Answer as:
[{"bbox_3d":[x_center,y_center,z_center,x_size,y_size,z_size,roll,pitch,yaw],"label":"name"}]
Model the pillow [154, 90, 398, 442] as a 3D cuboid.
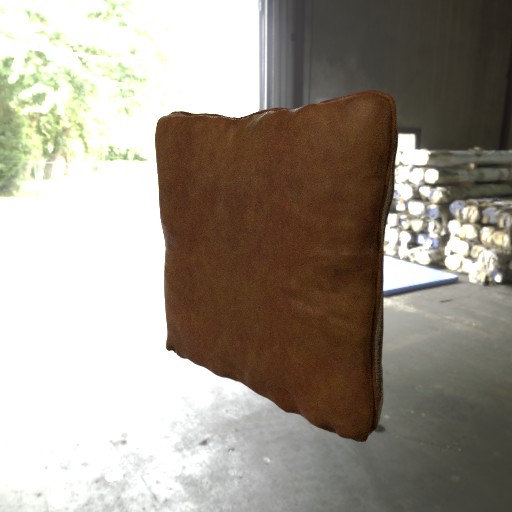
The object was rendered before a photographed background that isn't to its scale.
[{"bbox_3d":[0.000,0.000,0.747,0.489,0.490,0.130,12,18,43],"label":"pillow"}]
